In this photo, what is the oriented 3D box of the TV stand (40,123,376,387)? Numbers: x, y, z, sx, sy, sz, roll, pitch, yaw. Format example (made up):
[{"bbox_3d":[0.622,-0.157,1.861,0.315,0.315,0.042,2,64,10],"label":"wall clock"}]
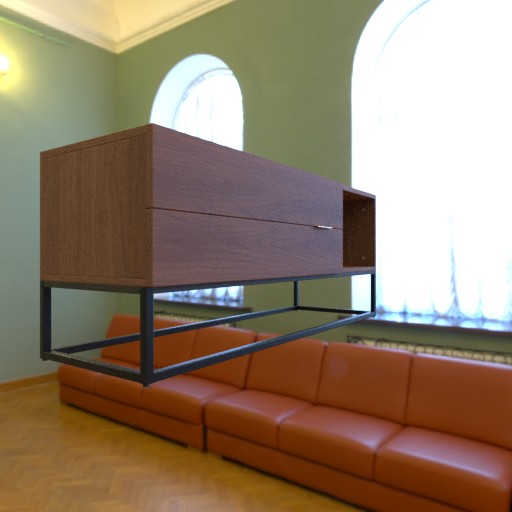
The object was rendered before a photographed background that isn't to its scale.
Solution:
[{"bbox_3d":[0.000,0.000,1.429,0.415,0.500,1.200,0,0,36],"label":"TV stand"}]
